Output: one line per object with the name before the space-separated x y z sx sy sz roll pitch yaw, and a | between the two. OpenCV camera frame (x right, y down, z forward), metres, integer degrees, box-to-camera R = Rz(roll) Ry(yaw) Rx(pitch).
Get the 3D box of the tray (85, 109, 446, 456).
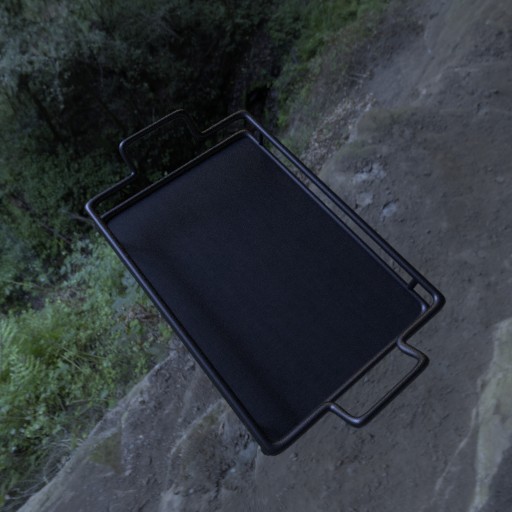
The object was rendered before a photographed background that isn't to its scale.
tray | 0.000 0.000 0.610 0.297 0.101 0.495 -36 69 -16
